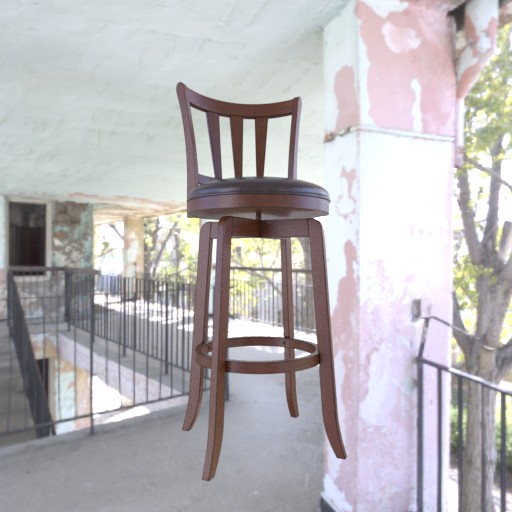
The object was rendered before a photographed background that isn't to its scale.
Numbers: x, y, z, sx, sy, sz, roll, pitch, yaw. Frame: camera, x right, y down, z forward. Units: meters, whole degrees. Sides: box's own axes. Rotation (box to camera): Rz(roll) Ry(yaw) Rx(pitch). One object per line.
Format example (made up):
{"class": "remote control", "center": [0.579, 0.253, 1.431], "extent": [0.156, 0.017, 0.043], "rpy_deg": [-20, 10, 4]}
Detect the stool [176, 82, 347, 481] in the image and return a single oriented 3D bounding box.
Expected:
{"class": "stool", "center": [0.000, 0.000, 1.424], "extent": [0.464, 1.177, 0.503], "rpy_deg": [0, 0, -18]}
